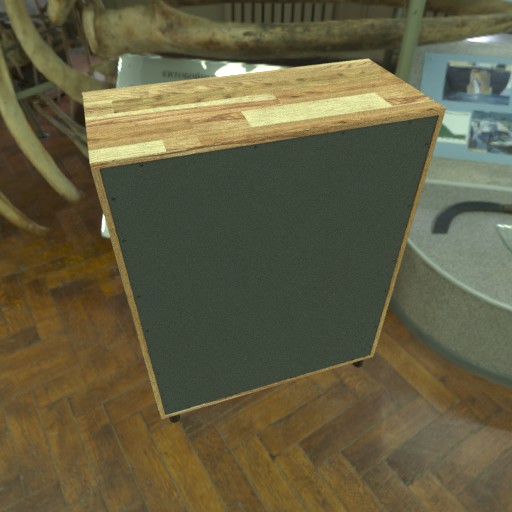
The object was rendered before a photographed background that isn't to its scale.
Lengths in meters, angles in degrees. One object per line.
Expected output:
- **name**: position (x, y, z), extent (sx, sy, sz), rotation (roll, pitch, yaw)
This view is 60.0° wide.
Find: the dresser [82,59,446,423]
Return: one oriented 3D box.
- **dresser**: position (0.000, 0.000, 1.711), extent (0.966, 1.243, 0.480), rotation (-12, 43, -14)
